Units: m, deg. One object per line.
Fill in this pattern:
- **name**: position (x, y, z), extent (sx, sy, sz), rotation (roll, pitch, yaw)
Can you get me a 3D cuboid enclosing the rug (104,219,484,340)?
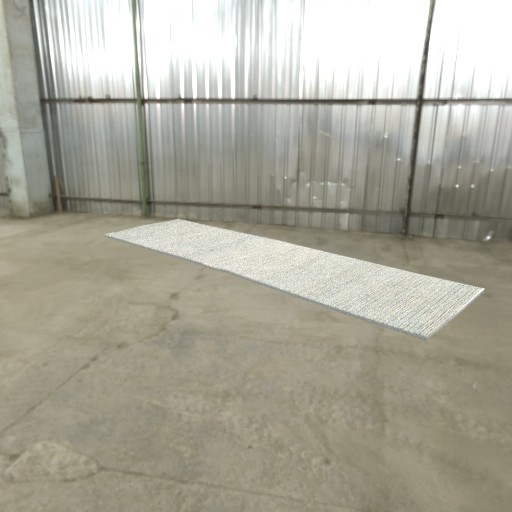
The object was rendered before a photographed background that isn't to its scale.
- **rug**: position (0.000, 0.000, 2.621), extent (2.341, 0.037, 0.675), rotation (15, 22, 41)
